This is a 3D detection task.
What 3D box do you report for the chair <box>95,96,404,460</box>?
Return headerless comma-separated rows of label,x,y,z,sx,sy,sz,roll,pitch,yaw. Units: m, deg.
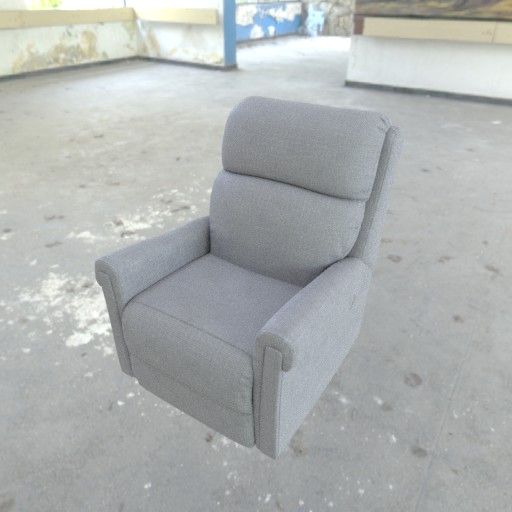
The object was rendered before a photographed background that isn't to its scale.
chair,0.000,0.000,1.770,0.838,1.054,1.014,19,36,28
